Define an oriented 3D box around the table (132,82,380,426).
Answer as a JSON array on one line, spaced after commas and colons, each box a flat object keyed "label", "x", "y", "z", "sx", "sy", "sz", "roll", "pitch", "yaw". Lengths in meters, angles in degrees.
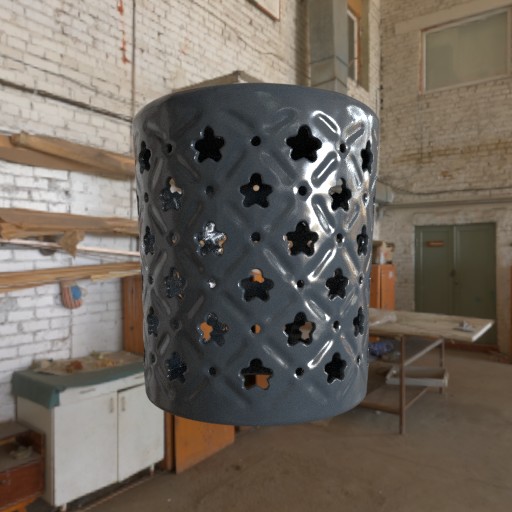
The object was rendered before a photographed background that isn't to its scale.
[{"label": "table", "x": 0.000, "y": 0.000, "z": 0.653, "sx": 0.352, "sy": 0.387, "sz": 0.352, "roll": 0, "pitch": 0, "yaw": 0}]
